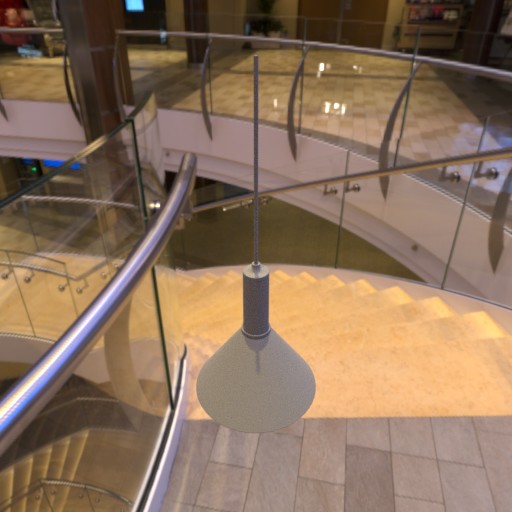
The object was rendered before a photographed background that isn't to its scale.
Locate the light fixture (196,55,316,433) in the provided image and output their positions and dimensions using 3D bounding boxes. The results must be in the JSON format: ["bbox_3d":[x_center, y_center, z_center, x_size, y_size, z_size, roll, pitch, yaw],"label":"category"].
[{"bbox_3d":[0.000,0.000,0.823,0.267,0.683,0.267,-20,37,-29],"label":"light fixture"}]
